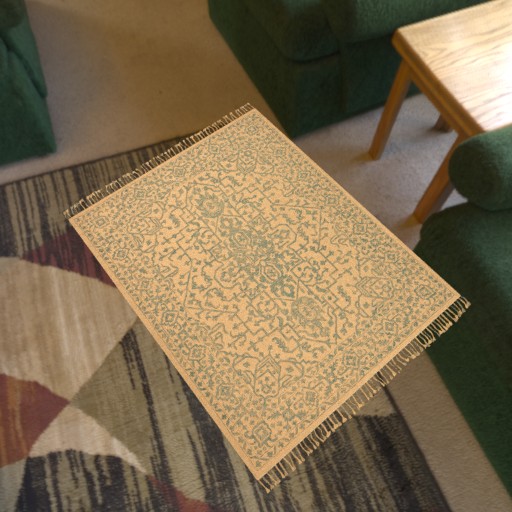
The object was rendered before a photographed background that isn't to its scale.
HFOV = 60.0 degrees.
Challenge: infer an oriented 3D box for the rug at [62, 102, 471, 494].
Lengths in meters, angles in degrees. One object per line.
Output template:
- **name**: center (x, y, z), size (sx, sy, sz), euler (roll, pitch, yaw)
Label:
- **rug**: center (0.000, 0.000, 4.316), size (2.464, 0.010, 3.327), euler (-36, 68, -17)
